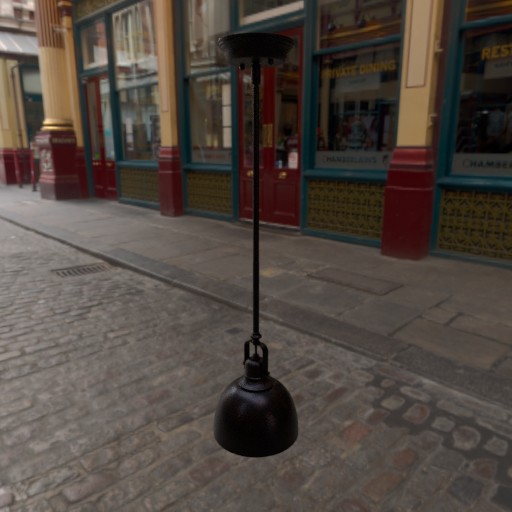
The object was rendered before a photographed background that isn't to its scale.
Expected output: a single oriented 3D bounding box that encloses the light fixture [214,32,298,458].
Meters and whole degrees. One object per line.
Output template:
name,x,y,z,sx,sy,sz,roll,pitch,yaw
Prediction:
light fixture,0.000,0.000,0.865,0.182,0.768,0.182,-13,18,-43
